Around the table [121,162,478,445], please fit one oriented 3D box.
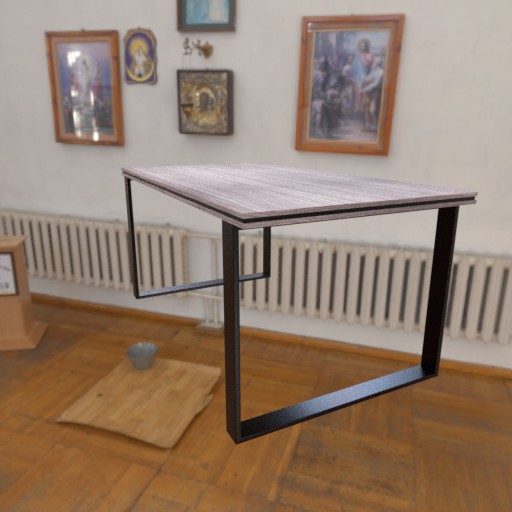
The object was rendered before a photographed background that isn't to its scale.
[{"bbox_3d":[0.000,0.000,2.084,0.881,0.736,1.579,-8,18,-26],"label":"table"}]
